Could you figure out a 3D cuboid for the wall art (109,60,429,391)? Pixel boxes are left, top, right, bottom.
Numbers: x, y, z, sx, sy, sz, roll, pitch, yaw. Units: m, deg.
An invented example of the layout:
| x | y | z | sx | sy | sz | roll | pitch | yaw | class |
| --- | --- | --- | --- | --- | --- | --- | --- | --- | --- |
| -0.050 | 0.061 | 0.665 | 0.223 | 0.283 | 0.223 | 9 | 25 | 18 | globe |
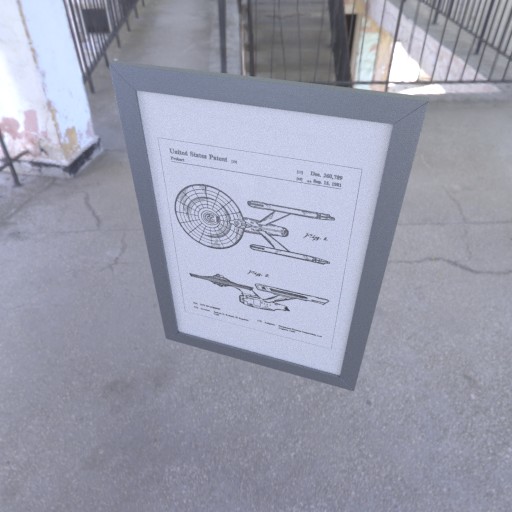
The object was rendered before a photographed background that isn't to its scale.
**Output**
| x | y | z | sx | sy | sz | roll | pitch | yaw | class |
| --- | --- | --- | --- | --- | --- | --- | --- | --- | --- |
| 0.000 | 0.000 | 0.674 | 0.376 | 0.529 | 0.013 | 12 | 42 | 14 | wall art |
